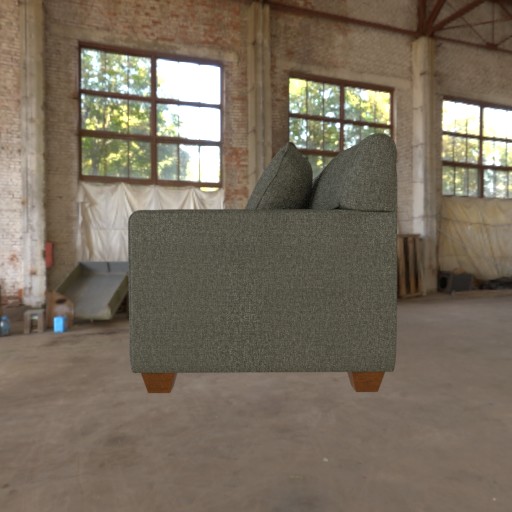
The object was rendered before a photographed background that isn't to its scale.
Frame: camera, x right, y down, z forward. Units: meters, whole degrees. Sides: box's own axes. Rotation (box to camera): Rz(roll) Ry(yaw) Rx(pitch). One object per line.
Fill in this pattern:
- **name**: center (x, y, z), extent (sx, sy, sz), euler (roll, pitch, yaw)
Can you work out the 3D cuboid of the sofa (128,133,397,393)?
- **sofa**: center (0.000, 0.000, 2.547), extent (0.997, 0.958, 2.024), euler (0, 1, -1)
